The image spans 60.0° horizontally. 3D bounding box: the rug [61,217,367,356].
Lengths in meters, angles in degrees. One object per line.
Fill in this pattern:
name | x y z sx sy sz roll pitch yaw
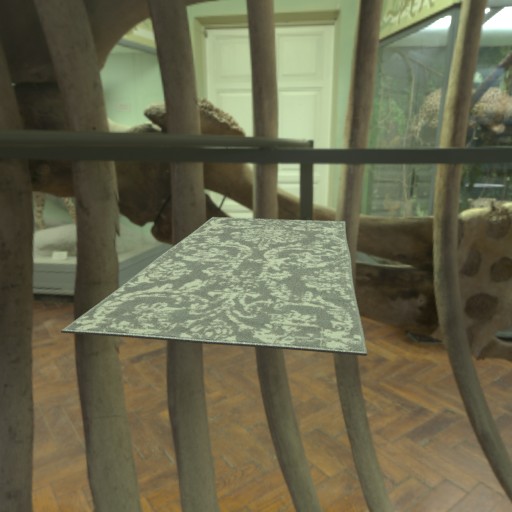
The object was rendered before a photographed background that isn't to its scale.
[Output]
rug | 0.000 0.000 1.425 0.604 0.007 1.219 3 16 9
